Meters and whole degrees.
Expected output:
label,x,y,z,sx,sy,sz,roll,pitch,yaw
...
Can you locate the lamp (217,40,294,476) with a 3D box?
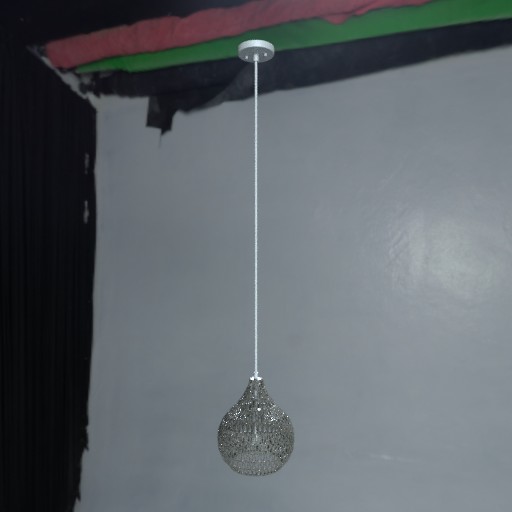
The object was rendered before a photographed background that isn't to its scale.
label,x,y,z,sx,sy,sz,roll,pitch,yaw
lamp,0.000,0.000,2.051,0.355,1.919,0.355,0,0,19
